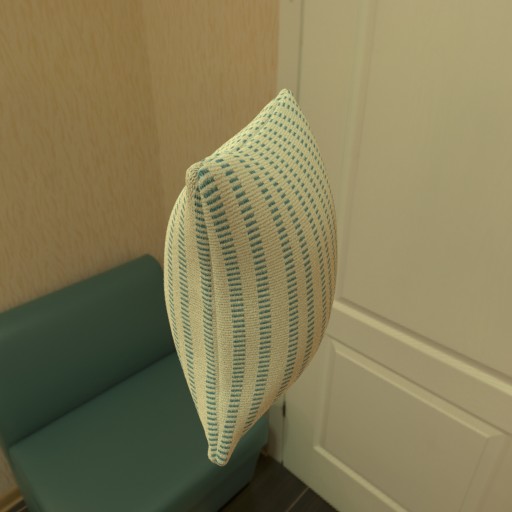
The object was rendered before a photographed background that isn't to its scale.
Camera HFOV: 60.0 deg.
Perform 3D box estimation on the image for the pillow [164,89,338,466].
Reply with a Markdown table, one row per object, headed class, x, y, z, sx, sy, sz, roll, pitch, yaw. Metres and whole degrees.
| class | x | y | z | sx | sy | sz | roll | pitch | yaw |
| --- | --- | --- | --- | --- | --- | --- | --- | --- | --- |
| pillow | 0.000 | 0.000 | 0.675 | 0.247 | 0.419 | 0.438 | 7 | 31 | 12 |
